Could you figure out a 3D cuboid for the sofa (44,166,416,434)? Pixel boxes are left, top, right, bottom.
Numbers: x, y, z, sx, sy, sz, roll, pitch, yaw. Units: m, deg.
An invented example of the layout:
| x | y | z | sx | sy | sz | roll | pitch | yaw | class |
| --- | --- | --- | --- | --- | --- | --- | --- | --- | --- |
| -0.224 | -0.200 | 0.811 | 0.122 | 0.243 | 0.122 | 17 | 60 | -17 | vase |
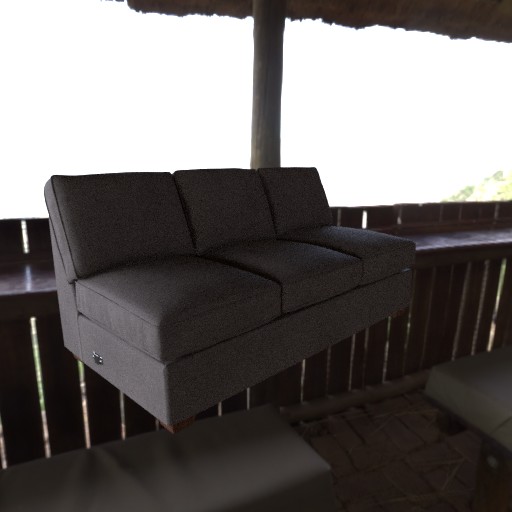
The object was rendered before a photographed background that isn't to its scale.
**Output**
| x | y | z | sx | sy | sz | roll | pitch | yaw | class |
| --- | --- | --- | --- | --- | --- | --- | --- | --- | --- |
| 0.000 | 0.000 | 2.540 | 1.962 | 0.973 | 1.027 | -13 | 19 | -42 | sofa |
